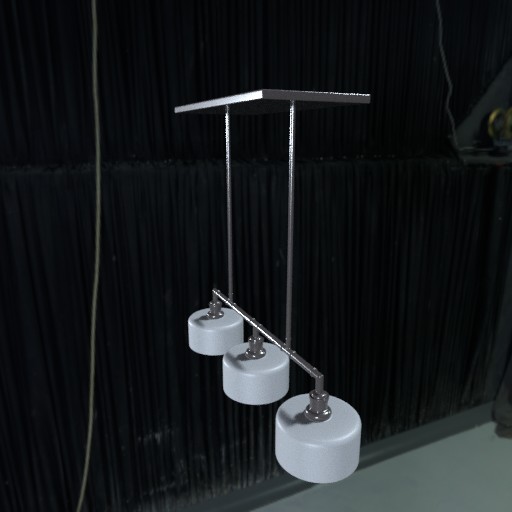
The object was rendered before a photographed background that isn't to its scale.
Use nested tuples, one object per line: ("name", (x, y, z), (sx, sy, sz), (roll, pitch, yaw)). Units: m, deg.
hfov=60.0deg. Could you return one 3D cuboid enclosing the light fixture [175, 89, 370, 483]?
("light fixture", (0.000, 0.000, 0.846), (0.177, 0.557, 0.582), (-7, 17, -25))
